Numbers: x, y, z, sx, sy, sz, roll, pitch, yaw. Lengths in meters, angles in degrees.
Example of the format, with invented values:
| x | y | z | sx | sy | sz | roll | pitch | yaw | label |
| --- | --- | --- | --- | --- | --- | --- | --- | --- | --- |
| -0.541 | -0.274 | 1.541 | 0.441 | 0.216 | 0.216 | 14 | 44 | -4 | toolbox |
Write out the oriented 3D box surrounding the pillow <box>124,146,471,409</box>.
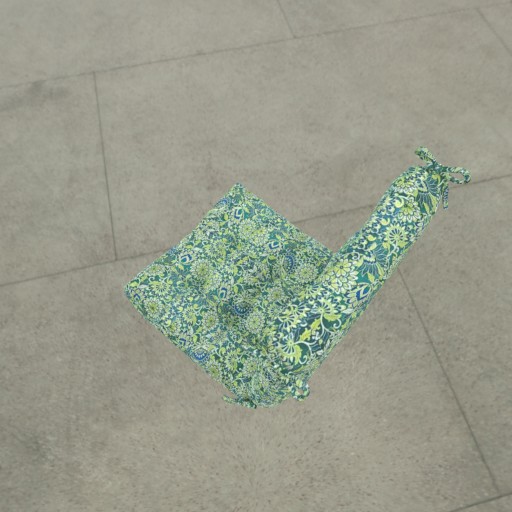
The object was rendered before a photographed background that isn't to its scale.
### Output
| x | y | z | sx | sy | sz | roll | pitch | yaw | label |
| --- | --- | --- | --- | --- | --- | --- | --- | --- | --- |
| 0.000 | 0.000 | 1.006 | 0.571 | 0.605 | 0.519 | 37 | 68 | 18 | pillow |
